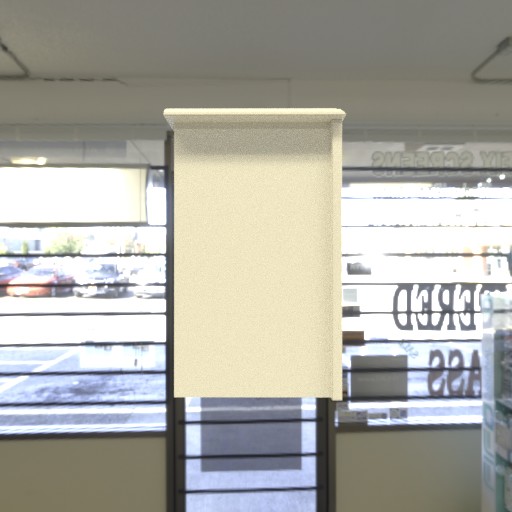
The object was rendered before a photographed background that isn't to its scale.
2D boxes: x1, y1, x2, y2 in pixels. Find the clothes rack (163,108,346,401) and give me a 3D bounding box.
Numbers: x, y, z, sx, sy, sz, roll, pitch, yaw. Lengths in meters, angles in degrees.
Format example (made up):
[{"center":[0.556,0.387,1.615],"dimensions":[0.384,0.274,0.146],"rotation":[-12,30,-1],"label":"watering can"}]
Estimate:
[{"center":[0.000,0.000,1.346],"dimensions":[0.324,0.531,1.120],"rotation":[0,0,0],"label":"clothes rack"}]
